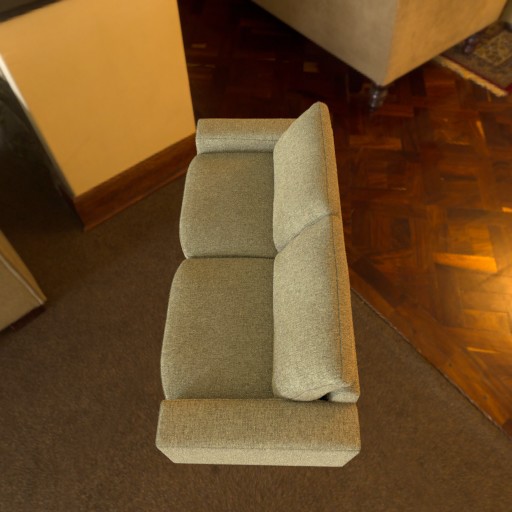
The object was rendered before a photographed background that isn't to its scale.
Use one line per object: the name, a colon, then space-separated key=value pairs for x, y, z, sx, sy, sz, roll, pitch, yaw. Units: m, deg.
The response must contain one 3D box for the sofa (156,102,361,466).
sofa: x=0.000 y=0.000 z=2.795 sx=1.040 sy=0.922 sz=2.299 roll=1 pitch=58 yaw=1
